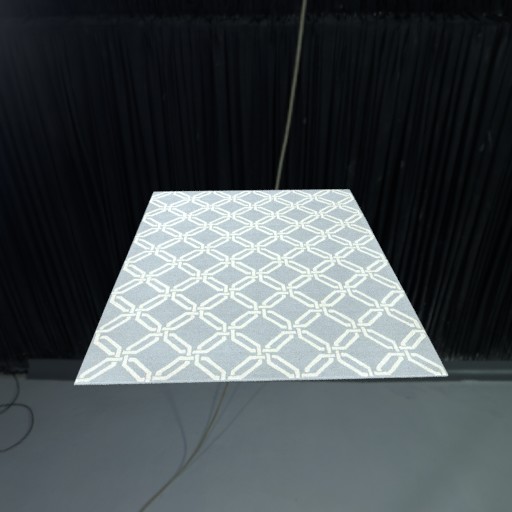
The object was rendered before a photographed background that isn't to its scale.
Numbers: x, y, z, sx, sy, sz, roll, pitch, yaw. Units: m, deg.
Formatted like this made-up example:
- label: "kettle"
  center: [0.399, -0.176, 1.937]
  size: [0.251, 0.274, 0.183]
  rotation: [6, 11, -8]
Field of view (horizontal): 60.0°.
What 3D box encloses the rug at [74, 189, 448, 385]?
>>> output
- label: "rug"
  center: [0.000, 0.000, 3.933]
  size: [2.288, 0.018, 2.895]
  rotation: [-1, 32, -1]
